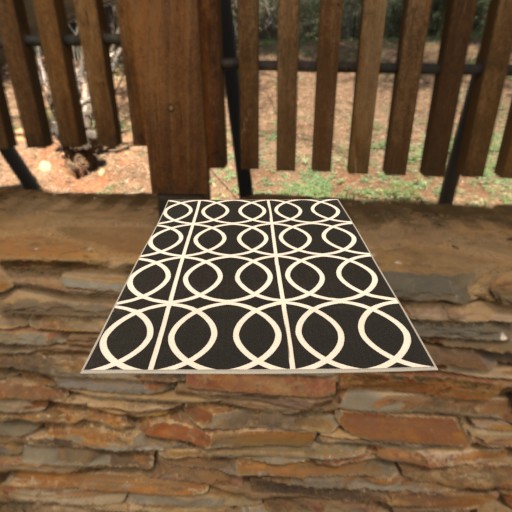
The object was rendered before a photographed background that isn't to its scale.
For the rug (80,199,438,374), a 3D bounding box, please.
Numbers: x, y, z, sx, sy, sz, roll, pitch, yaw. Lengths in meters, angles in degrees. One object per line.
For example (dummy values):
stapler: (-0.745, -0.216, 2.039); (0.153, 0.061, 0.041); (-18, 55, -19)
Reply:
rug: (0.000, 0.000, 2.903); (1.528, 0.014, 2.294); (0, 26, -1)
